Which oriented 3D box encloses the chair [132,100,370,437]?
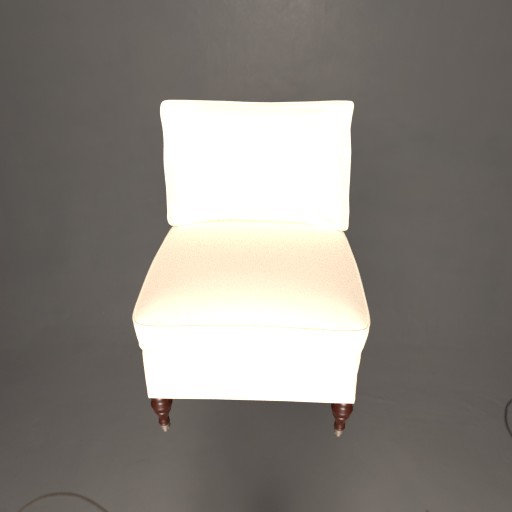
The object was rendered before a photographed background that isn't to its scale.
[{"bbox_3d":[0.000,0.000,1.428,0.630,0.887,0.781,1,30,2],"label":"chair"}]
